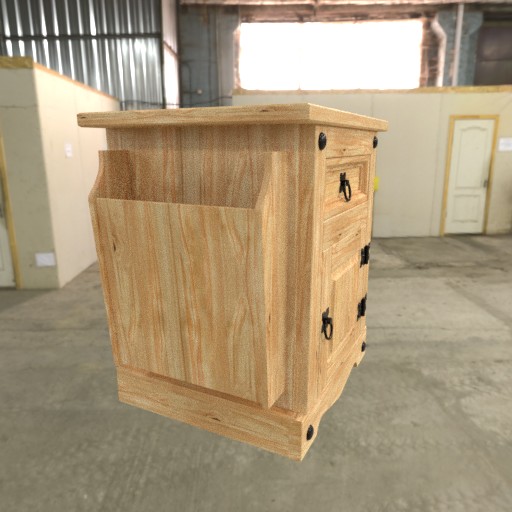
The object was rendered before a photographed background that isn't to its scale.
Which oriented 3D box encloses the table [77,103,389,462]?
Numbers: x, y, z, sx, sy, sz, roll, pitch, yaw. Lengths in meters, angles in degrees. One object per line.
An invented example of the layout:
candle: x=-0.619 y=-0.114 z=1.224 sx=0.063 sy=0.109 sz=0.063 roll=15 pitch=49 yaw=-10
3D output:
table: x=0.000 y=0.000 z=0.862 sx=0.380 sy=0.515 sz=0.530 roll=7 pitch=16 yaw=26
